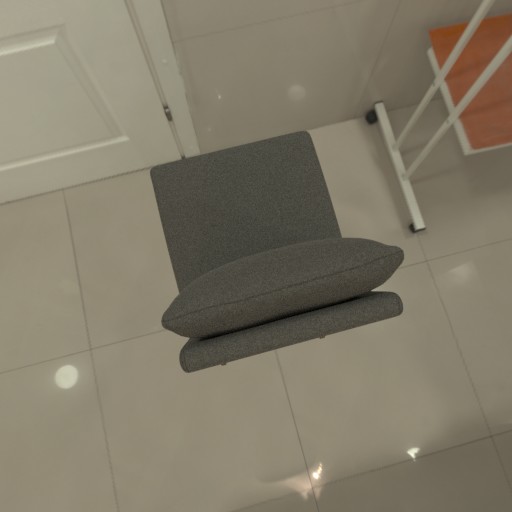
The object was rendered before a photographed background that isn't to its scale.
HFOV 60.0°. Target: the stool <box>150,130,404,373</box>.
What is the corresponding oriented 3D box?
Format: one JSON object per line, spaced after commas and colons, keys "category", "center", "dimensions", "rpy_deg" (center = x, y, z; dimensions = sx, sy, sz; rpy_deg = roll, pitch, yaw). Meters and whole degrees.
{"category": "stool", "center": [0.000, 0.000, 1.302], "dimensions": [0.463, 1.030, 0.569], "rpy_deg": [-14, 76, -4]}
